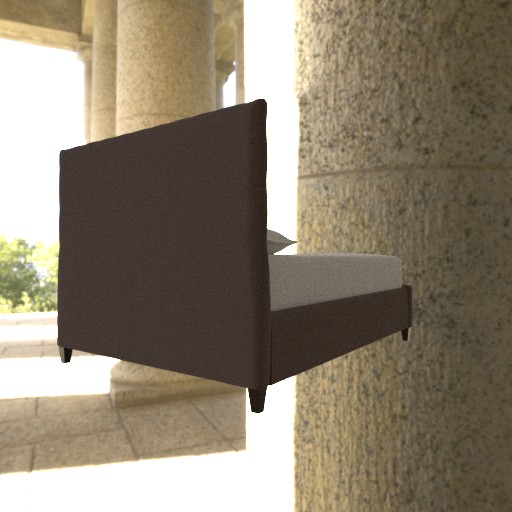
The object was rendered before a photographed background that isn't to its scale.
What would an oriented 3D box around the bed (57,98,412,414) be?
[{"bbox_3d":[0.000,0.000,3.354,1.696,1.426,2.233,0,0,36],"label":"bed"}]
